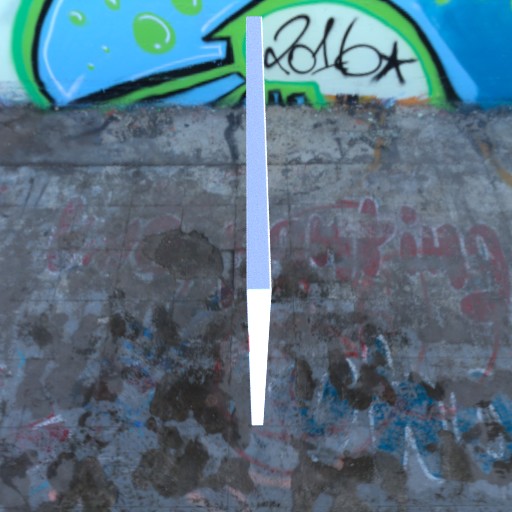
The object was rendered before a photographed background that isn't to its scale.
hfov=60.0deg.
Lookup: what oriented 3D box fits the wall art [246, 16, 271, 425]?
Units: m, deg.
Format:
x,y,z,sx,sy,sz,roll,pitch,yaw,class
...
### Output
x,y,z,sx,sy,sz,roll,pitch,yaw,class
0.000,0.000,1.589,0.046,1.221,0.914,-1,58,0,wall art
